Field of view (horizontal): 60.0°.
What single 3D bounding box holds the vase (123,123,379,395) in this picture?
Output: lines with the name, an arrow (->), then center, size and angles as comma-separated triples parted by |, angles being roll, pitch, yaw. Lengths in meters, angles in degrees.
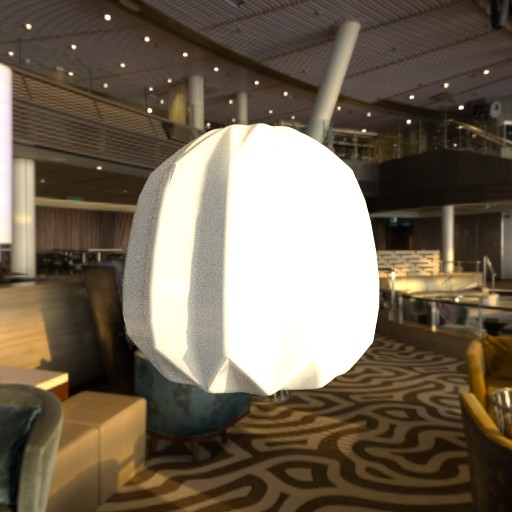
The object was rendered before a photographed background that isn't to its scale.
vase -> 0.000, 0.000, 0.248 | 0.139, 0.134, 0.139 | 0, 1, 0
